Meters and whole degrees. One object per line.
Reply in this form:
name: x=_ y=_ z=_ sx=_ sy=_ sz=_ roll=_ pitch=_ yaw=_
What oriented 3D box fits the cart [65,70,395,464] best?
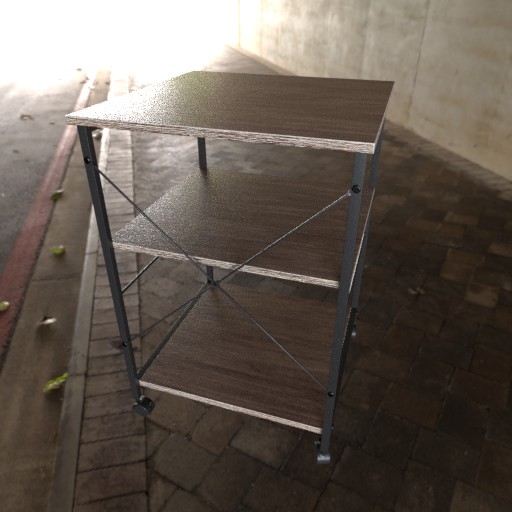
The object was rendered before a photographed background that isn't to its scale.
cart: x=0.000 y=0.000 z=1.099 sx=0.521 sy=0.762 sz=0.520 roll=10 pitch=32 yaw=15
